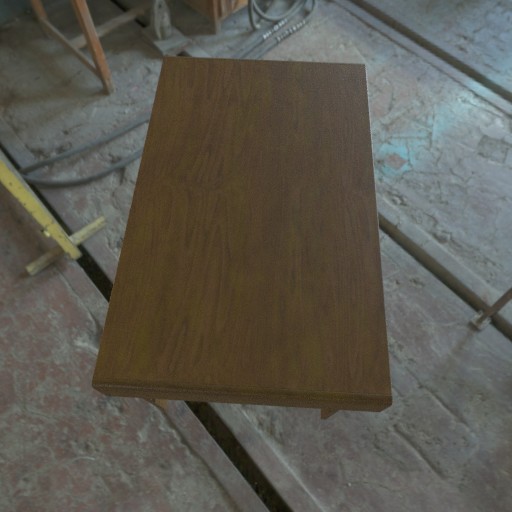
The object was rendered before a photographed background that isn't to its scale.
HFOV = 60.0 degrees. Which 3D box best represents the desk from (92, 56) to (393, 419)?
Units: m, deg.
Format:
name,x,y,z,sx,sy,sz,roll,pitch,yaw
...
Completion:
name,x,y,z,sx,sy,sz,roll,pitch,yaw
desk,0.000,0.000,1.535,0.660,0.754,1.066,3,63,1
